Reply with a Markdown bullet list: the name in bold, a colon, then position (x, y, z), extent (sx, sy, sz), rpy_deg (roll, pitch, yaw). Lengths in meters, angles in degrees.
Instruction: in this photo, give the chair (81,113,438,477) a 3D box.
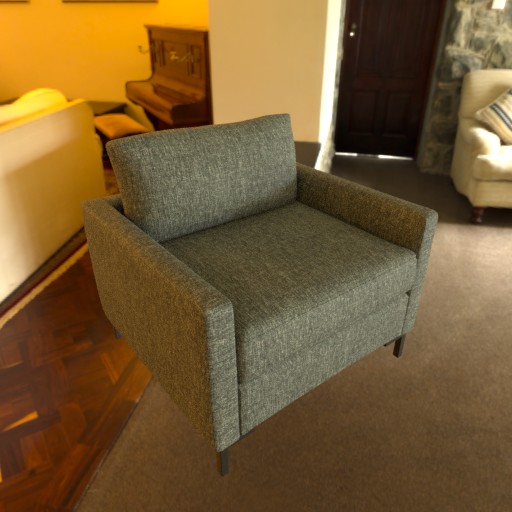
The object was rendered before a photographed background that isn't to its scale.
- **chair**: position (0.000, 0.000, 1.624), extent (0.963, 0.861, 0.866), rpy_deg (-21, 35, -32)
